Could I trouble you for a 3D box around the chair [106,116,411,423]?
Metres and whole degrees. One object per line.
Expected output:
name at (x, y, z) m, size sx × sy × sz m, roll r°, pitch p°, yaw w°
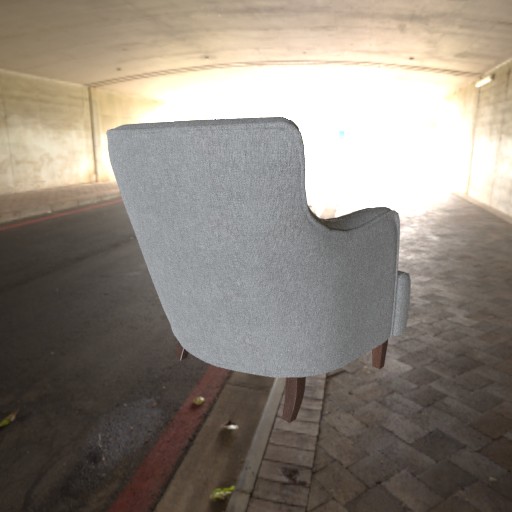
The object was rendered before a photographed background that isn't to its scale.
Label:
chair at (0.000, 0.000, 1.586) m, size 0.910 × 0.920 × 0.820 m, roll -14°, pitch 19°, yaw -43°
